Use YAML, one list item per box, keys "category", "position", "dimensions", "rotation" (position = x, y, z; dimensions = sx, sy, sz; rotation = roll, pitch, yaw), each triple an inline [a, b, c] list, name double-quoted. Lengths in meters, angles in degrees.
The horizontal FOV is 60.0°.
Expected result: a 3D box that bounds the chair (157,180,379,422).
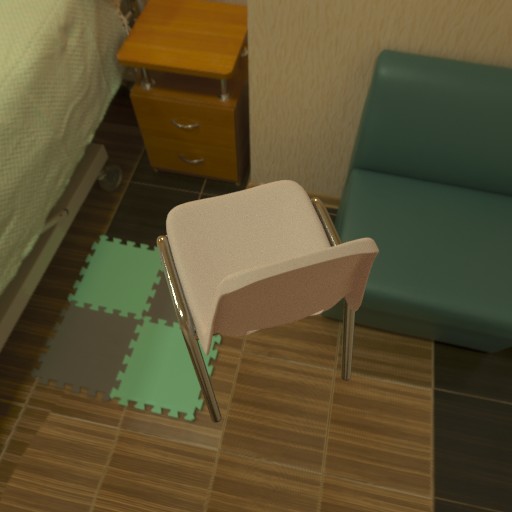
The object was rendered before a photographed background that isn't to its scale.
- category: "chair"
  position: [0.000, 0.000, 0.849]
  dimensions: [0.354, 0.586, 0.423]
  rotation: [-15, 59, -9]
